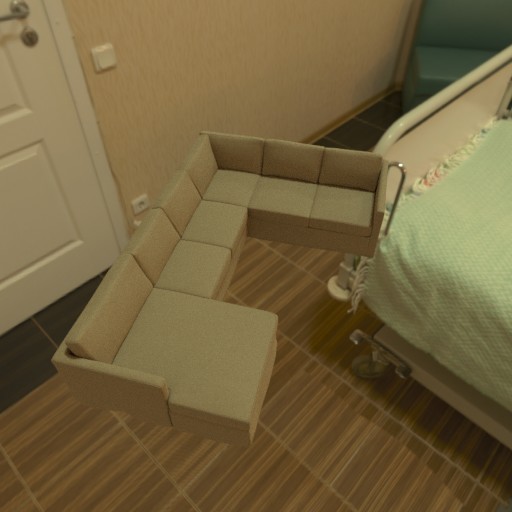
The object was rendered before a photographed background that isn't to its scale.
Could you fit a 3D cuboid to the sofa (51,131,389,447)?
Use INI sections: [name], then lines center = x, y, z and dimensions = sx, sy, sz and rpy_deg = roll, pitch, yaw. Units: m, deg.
[sofa]
center = 0.000, 0.000, 4.584
dimensions = 2.476, 0.878, 3.528
rpy_deg = 10, 47, 10
